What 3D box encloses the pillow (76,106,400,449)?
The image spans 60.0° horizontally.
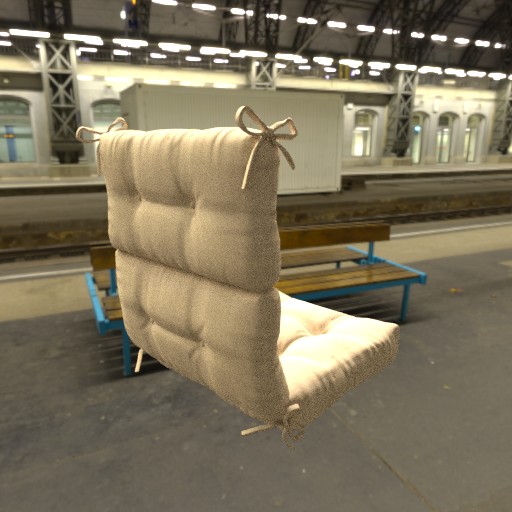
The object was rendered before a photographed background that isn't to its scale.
[{"bbox_3d":[0.000,0.000,1.013,0.519,0.605,0.571,13,20,42],"label":"pillow"}]
